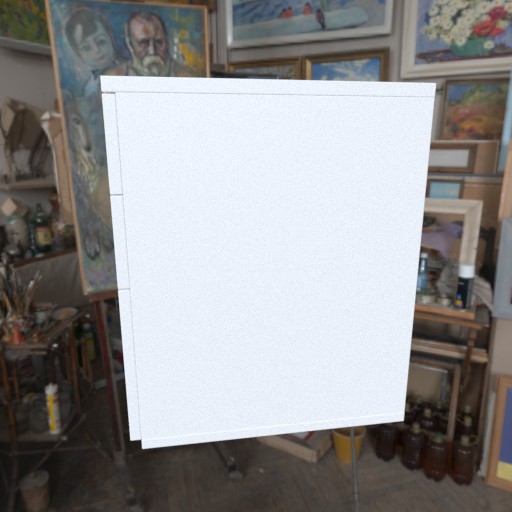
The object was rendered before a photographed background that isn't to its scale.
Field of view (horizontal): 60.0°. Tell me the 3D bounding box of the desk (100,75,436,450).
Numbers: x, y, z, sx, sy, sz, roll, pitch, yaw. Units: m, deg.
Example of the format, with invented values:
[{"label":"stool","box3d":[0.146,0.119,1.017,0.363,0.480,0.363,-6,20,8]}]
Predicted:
[{"label":"desk","box3d":[0.000,0.000,1.045,0.600,0.730,0.404,-2,15,-9]}]
